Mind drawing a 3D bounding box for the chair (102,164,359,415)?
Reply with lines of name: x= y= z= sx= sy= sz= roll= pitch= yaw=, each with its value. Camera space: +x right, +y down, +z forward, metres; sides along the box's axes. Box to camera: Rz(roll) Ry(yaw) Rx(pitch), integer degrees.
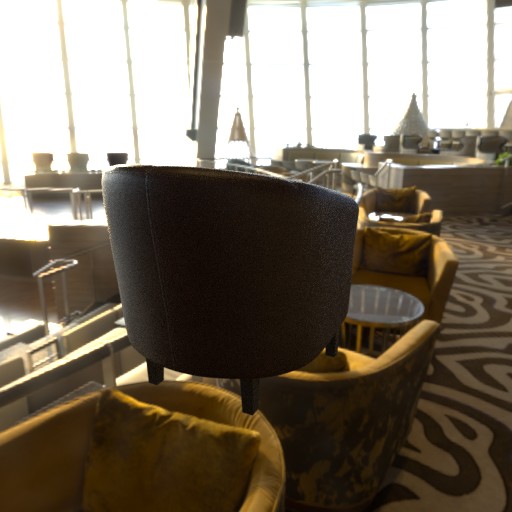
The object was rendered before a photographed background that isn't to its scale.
chair: x=0.000 y=0.000 z=1.689 sx=0.737 sy=0.755 sz=1.176 roll=8 pitch=18 yaw=26
